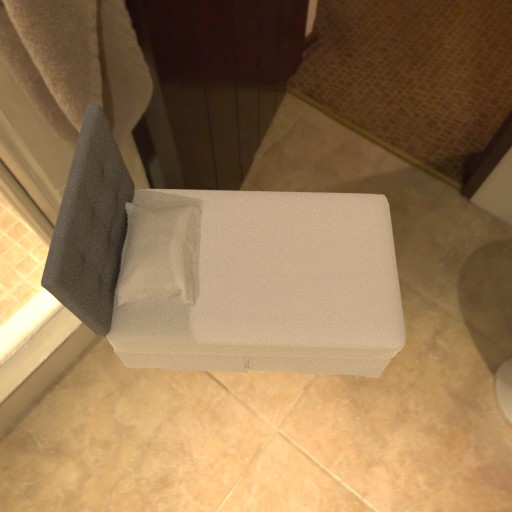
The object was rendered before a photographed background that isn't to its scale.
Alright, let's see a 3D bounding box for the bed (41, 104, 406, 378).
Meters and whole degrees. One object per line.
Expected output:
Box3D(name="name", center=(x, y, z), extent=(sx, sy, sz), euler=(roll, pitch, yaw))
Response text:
Box3D(name="bed", center=(0.000, 0.000, 2.972), extent=(1.997, 1.571, 1.261), euler=(1, 64, 1))
